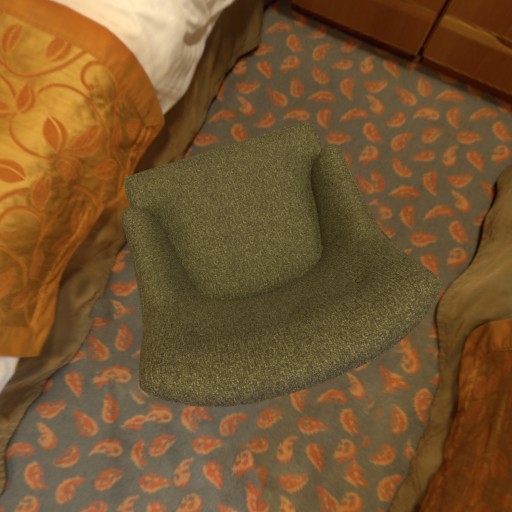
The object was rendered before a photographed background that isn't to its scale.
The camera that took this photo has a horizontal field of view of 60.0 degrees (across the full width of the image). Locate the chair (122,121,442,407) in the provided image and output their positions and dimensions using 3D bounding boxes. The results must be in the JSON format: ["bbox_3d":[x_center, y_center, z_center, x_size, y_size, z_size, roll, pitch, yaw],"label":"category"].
[{"bbox_3d":[0.000,0.000,1.607,0.864,0.856,0.923,-18,77,-4],"label":"chair"}]
